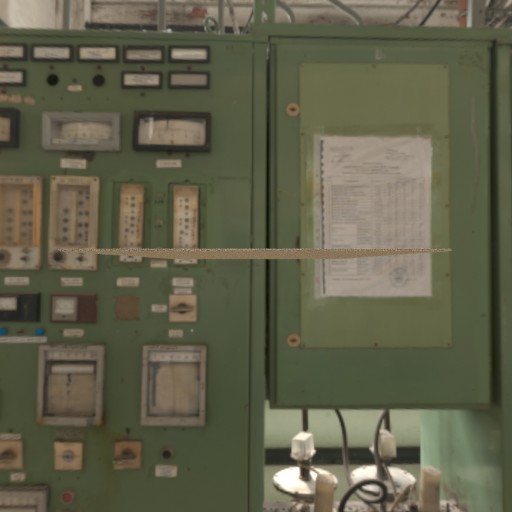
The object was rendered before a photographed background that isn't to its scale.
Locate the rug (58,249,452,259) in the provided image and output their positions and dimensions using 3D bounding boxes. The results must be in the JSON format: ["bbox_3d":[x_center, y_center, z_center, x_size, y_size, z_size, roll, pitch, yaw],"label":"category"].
[{"bbox_3d":[0.000,0.000,2.160,1.142,0.006,1.752,0,-1,0],"label":"rug"}]
